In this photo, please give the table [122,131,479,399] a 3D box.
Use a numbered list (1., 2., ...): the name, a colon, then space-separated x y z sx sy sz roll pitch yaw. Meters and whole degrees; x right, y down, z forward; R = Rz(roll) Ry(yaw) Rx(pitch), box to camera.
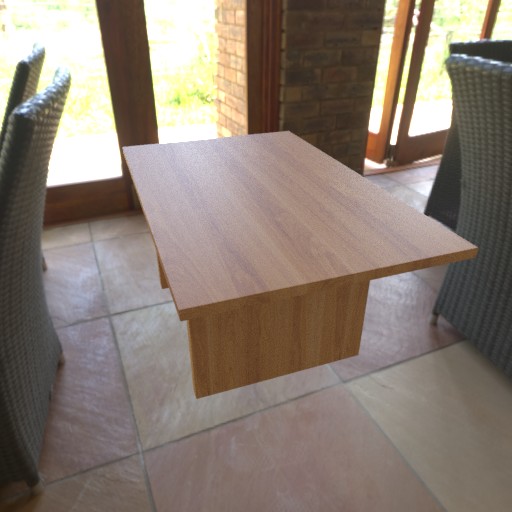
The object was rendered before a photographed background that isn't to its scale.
1. table: 0.000 0.000 1.497 0.700 0.510 1.100 -10 32 -17
